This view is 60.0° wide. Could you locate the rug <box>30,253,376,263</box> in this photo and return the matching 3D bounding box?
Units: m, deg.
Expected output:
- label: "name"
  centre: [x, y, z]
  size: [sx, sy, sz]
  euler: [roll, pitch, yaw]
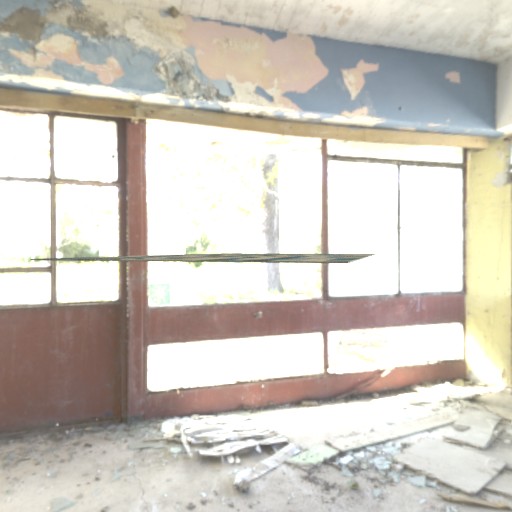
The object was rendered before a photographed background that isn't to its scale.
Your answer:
- label: "rug"
  centre: [0.000, 0.000, 3.042]
  size: [1.507, 0.007, 2.433]
  euler: [0, 1, 17]
